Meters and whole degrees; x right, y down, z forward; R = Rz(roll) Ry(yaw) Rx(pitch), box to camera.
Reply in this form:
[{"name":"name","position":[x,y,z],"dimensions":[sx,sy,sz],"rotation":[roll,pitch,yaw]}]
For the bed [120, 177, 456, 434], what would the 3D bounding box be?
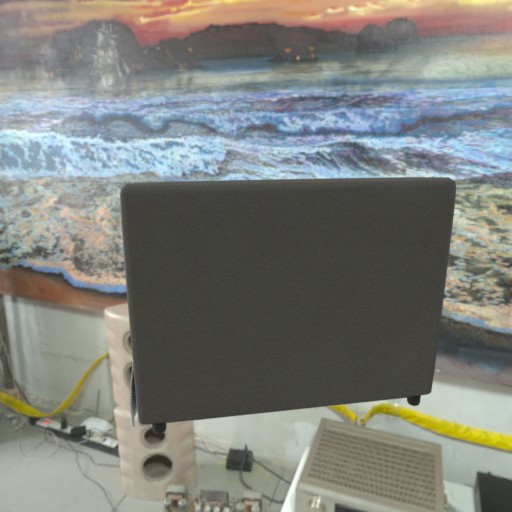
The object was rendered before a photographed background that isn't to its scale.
[{"name":"bed","position":[0.000,0.000,3.256],"dimensions":[1.723,1.330,2.142],"rotation":[-3,16,-9]}]
